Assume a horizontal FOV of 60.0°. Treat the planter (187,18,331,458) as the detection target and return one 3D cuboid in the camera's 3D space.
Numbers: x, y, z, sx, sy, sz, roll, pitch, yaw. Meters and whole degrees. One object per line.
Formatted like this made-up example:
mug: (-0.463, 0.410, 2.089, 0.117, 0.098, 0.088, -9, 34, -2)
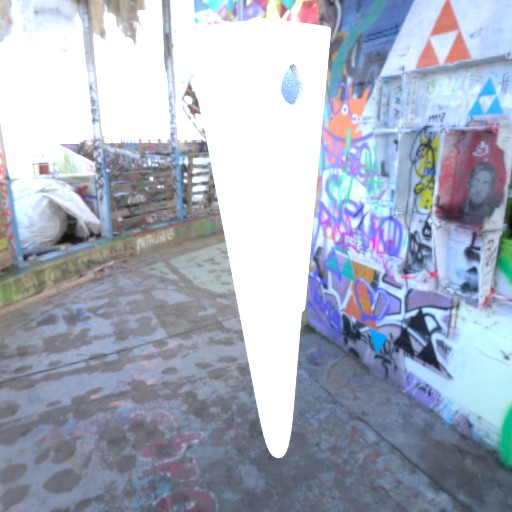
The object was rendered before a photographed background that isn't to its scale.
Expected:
planter: (0.000, 0.000, 0.215, 0.057, 0.193, 0.064, -8, 17, -25)
